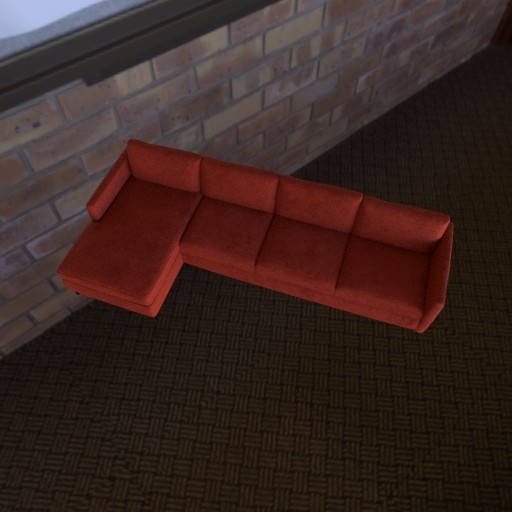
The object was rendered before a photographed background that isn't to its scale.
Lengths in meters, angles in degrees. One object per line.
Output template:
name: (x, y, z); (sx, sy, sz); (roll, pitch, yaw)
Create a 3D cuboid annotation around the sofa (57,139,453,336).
sofa: (0.000, 0.000, 3.029); (2.467, 0.663, 1.136); (16, 59, 10)
